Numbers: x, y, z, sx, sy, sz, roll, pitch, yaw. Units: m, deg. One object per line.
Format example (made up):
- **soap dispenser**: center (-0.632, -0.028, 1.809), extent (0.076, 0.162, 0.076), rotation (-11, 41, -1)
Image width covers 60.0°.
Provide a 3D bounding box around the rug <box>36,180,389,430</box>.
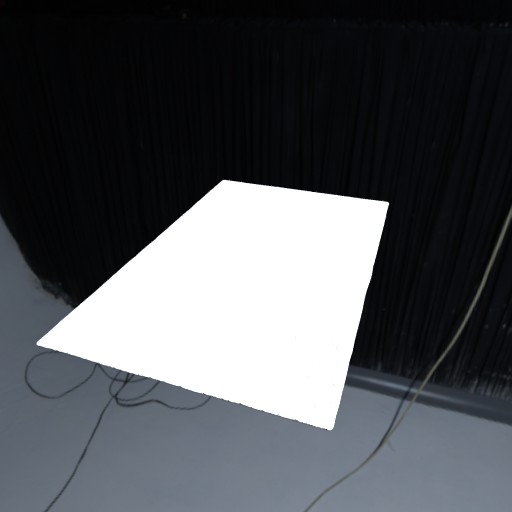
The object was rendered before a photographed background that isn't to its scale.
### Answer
- **rug**: center (0.000, 0.000, 3.034), extent (1.546, 0.010, 2.442), rotation (10, 32, 17)
